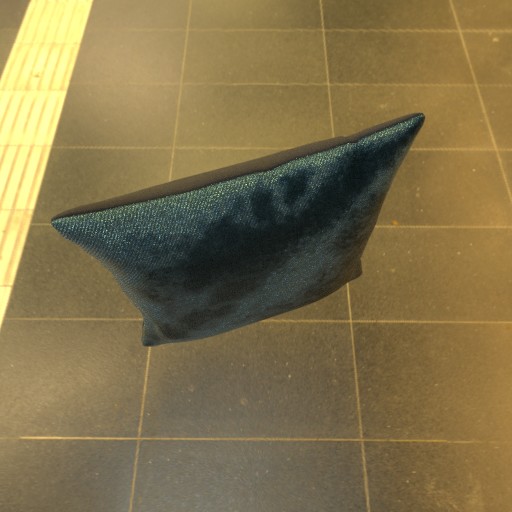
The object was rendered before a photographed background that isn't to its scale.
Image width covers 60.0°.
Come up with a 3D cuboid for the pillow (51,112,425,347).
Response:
[{"bbox_3d":[0.000,0.000,0.652,0.436,0.430,0.138,-17,64,-9],"label":"pillow"}]
